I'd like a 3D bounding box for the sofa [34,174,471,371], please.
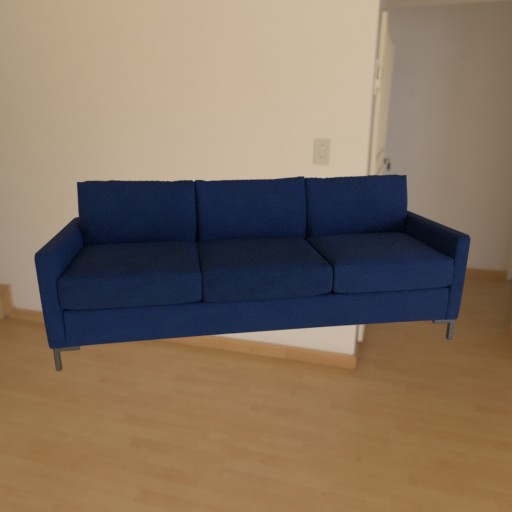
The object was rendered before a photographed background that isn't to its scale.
[{"bbox_3d":[0.000,0.000,2.654,2.252,0.879,0.875,-3,17,-9],"label":"sofa"}]
